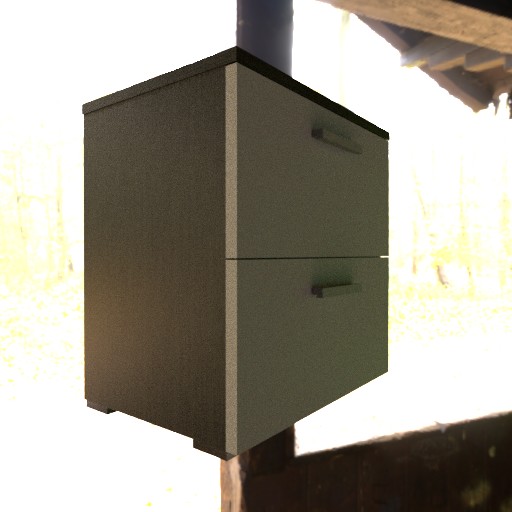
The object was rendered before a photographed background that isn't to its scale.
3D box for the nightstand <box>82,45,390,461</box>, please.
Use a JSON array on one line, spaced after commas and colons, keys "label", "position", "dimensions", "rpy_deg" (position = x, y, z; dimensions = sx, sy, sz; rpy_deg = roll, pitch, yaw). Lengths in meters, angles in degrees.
[{"label": "nightstand", "position": [0.000, 0.000, 0.746], "dimensions": [0.325, 0.460, 0.441], "rpy_deg": [0, 0, 38]}]
